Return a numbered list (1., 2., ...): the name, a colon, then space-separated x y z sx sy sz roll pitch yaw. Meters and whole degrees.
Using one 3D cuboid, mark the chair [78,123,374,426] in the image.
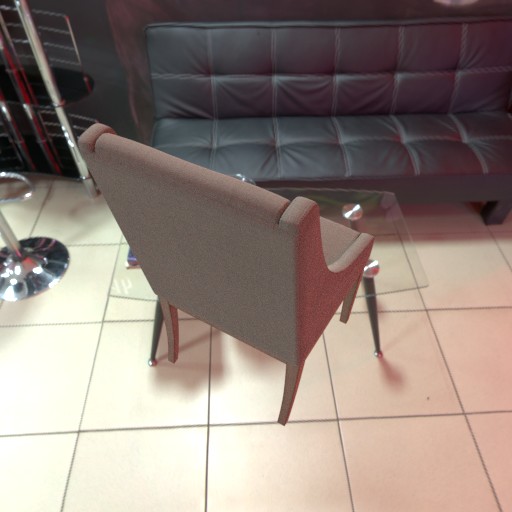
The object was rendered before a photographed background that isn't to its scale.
1. chair: 0.000 0.000 1.378 0.575 1.021 0.611 23 52 20
